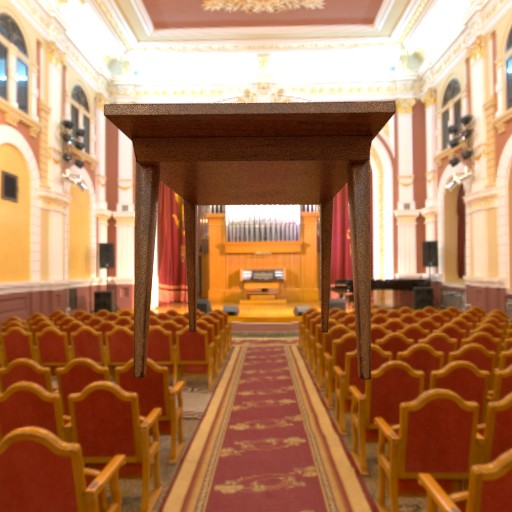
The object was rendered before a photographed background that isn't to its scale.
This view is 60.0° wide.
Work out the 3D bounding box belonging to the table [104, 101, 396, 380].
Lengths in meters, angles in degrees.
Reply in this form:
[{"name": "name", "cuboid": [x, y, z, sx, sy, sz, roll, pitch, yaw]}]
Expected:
[{"name": "table", "cuboid": [0.000, 0.000, 1.840, 0.757, 0.760, 1.400, 0, -2, 2]}]
